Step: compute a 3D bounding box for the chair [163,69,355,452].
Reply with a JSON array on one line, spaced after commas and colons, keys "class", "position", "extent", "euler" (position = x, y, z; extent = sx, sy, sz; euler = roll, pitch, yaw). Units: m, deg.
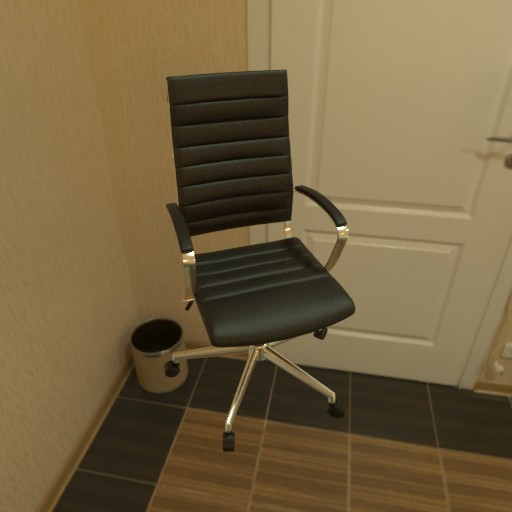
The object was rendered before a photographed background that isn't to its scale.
[{"class": "chair", "position": [0.000, 0.000, 1.617], "extent": [0.766, 1.149, 0.739], "euler": [-10, 34, -15]}]
